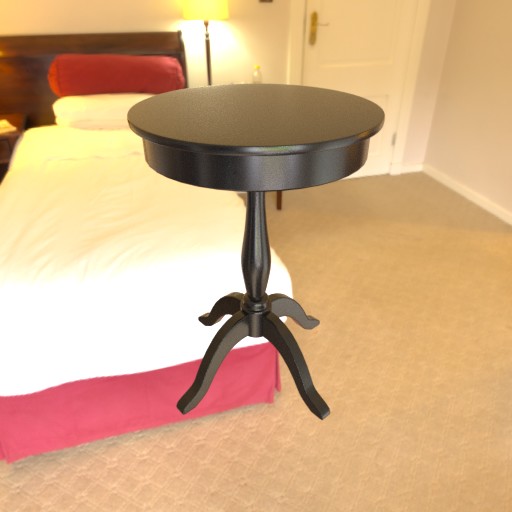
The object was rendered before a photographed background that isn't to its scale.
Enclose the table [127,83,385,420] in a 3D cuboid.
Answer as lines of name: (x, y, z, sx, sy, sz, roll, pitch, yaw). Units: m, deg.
table: (0.000, 0.000, 1.016, 0.481, 0.665, 0.481, 0, 31, 0)
